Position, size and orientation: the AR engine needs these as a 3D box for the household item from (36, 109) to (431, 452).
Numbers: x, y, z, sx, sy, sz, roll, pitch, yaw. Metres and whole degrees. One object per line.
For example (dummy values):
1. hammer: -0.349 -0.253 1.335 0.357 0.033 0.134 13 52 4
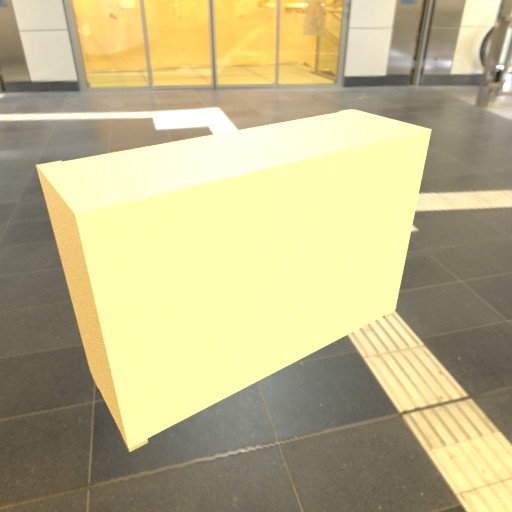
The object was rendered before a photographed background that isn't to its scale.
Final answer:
1. household item: 0.000 0.000 1.706 1.300 0.867 0.420 -19 36 -29
